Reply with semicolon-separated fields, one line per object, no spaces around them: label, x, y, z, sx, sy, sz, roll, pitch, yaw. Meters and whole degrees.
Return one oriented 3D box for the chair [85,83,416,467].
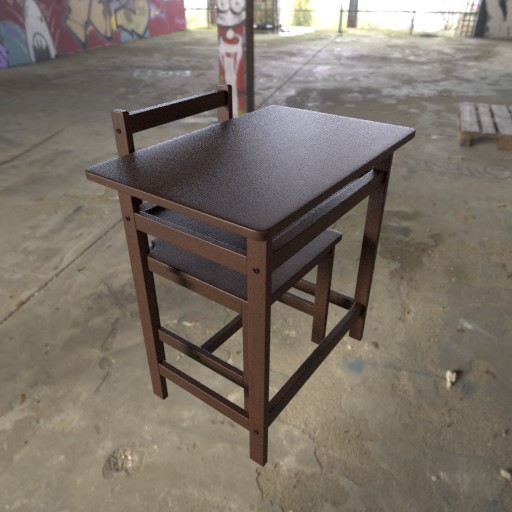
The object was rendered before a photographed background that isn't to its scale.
chair;0.000;0.000;1.046;0.463;0.673;0.599;21;38;30
